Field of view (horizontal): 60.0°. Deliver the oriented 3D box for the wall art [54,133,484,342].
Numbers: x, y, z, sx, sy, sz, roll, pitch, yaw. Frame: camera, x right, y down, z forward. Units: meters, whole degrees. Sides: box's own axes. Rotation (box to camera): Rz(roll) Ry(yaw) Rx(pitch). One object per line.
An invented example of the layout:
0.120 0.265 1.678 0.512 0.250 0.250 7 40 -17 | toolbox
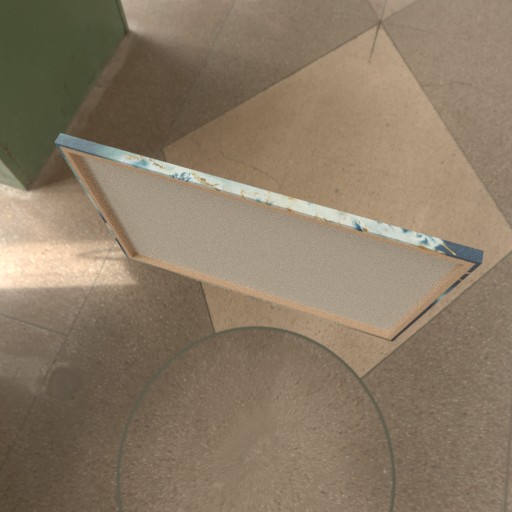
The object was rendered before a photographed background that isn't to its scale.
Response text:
0.000 0.000 1.475 1.138 0.759 0.035 17 66 8 | wall art
